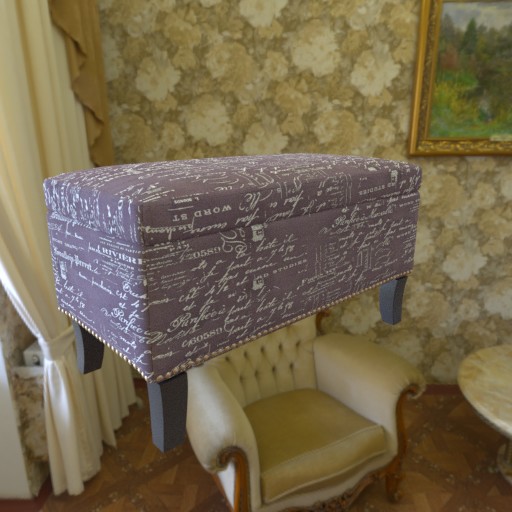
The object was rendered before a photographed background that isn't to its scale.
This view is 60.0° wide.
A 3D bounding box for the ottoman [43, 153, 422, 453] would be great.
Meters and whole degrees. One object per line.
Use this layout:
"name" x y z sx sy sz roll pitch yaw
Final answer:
"ottoman" 0.000 0.000 1.056 0.813 0.457 0.406 -15 22 -41
